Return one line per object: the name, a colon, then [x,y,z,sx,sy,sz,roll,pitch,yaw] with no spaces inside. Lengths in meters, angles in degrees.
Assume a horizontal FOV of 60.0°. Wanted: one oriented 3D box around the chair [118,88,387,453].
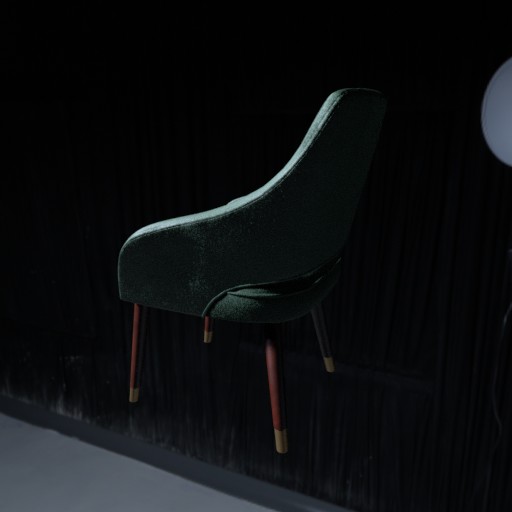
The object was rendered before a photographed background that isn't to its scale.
chair: [0.000,0.000,1.578,0.794,1.081,0.683,8,18,25]
